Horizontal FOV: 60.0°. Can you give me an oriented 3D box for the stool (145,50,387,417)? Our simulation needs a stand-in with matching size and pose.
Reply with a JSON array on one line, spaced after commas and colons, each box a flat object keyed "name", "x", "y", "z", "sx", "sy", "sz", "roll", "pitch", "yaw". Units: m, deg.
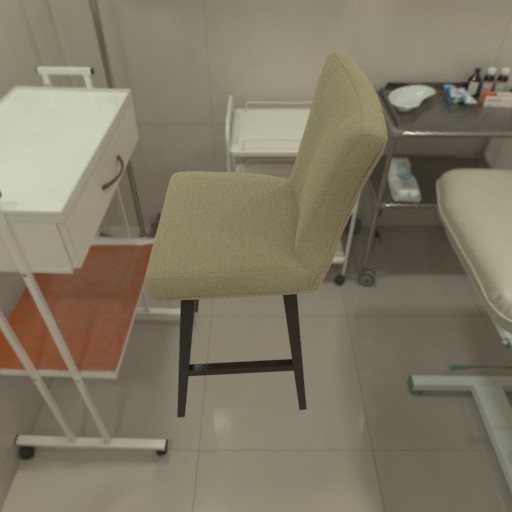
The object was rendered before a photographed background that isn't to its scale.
[{"name": "stool", "x": 0.000, "y": 0.000, "z": 1.394, "sx": 0.574, "sy": 1.086, "sz": 0.514, "roll": 0, "pitch": 42, "yaw": 0}]
